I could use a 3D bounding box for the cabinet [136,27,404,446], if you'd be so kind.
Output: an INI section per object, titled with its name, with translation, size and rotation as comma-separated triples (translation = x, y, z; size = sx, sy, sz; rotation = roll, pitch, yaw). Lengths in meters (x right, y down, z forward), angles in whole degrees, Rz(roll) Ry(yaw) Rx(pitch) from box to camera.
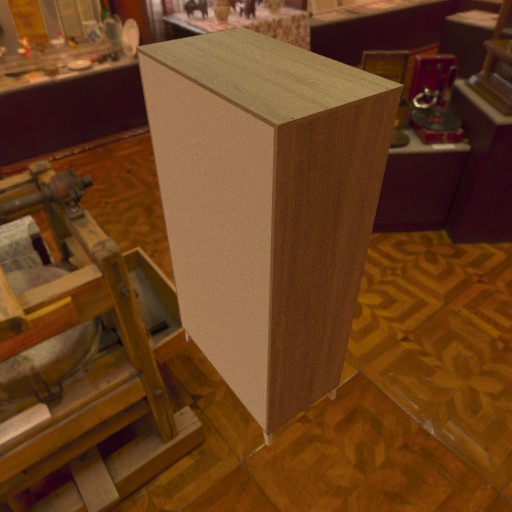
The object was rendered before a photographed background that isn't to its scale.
[cabinet]
translation = 0.000, 0.000, 2.407
size = 0.571, 1.999, 1.006
rotation = -25, 46, -27
